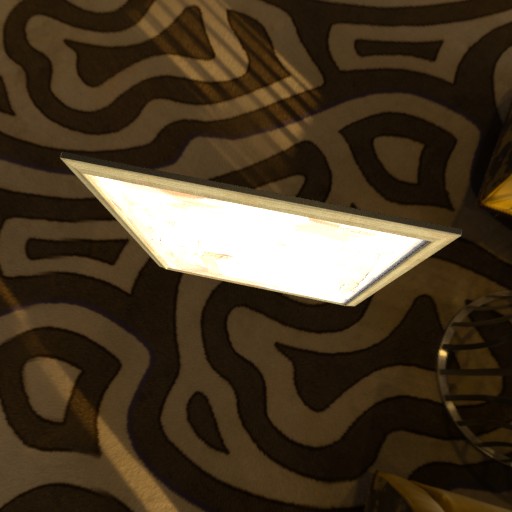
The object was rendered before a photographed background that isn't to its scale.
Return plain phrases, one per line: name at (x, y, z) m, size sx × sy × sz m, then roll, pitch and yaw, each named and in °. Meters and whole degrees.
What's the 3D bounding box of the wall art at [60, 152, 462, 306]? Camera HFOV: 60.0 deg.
wall art at (0.000, 0.000, 0.923) m, size 0.559 × 0.660 × 0.018 m, roll 11°, pitch 76°, yaw 3°
